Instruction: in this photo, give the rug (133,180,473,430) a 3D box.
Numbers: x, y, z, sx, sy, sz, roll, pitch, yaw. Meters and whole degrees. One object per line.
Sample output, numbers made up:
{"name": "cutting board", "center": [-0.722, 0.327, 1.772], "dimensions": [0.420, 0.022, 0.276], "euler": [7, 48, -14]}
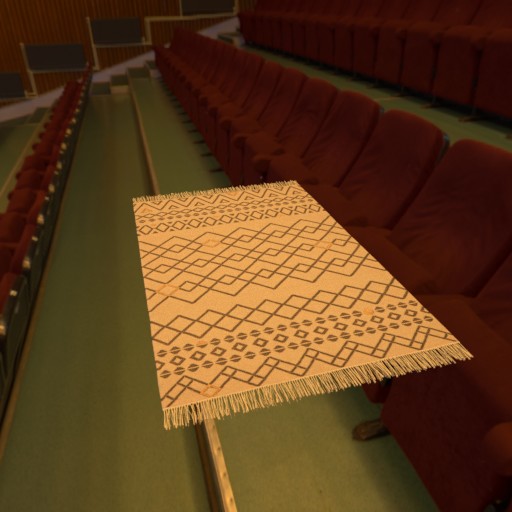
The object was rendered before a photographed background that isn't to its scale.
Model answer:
{"name": "rug", "center": [0.000, 0.000, 2.440], "dimensions": [1.224, 0.028, 2.023], "euler": [-9, 32, -14]}
